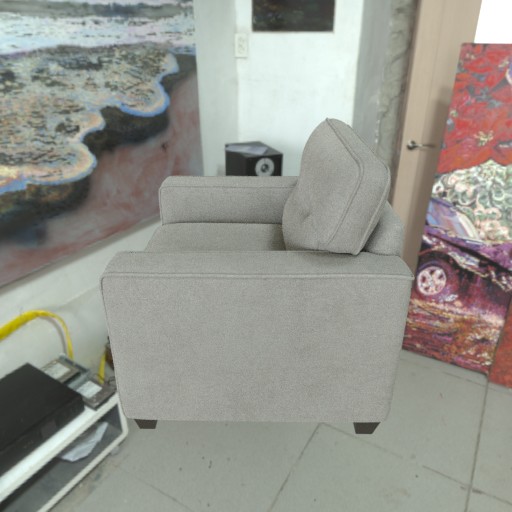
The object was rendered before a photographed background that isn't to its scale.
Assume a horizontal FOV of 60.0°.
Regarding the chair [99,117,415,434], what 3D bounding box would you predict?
[{"bbox_3d":[0.000,0.000,1.782,0.939,0.965,1.015,0,27,1],"label":"chair"}]
